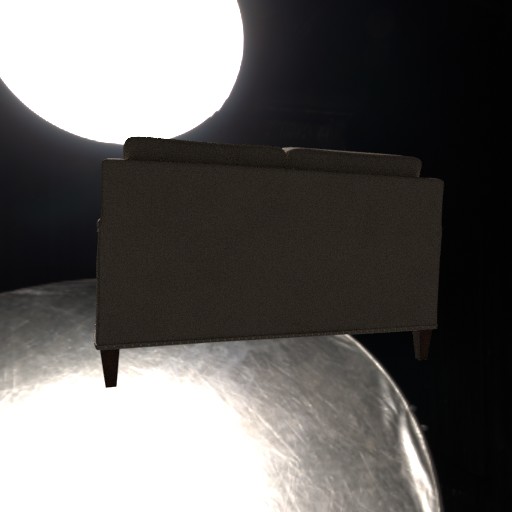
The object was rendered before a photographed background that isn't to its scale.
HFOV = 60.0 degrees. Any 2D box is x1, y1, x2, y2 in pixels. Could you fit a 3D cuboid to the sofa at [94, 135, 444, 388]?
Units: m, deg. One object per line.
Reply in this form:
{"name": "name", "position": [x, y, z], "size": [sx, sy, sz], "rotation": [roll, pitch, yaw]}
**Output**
{"name": "sofa", "position": [0.000, 0.000, 2.327], "size": [1.597, 1.003, 1.084], "rotation": [0, 0, -18]}
